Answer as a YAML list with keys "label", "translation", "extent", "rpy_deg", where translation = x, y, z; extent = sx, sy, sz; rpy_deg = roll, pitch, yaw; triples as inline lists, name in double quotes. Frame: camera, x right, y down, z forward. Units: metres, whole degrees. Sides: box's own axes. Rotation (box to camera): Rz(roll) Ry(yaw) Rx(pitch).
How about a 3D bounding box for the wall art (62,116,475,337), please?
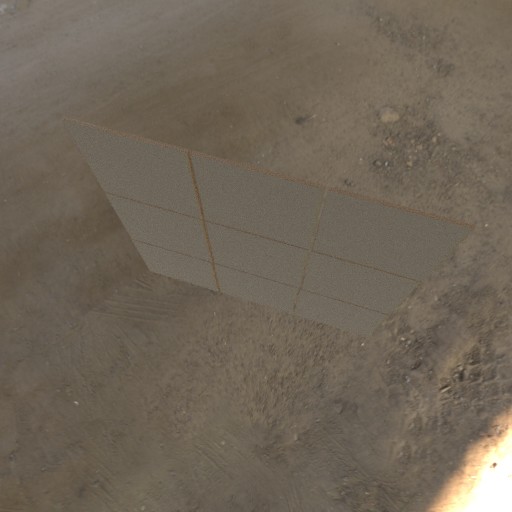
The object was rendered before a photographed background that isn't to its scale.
- label: "wall art"
  translation: [0.000, 0.000, 1.364]
  extent: [0.919, 0.917, 0.010]
  rpy_deg: [16, 67, 7]
